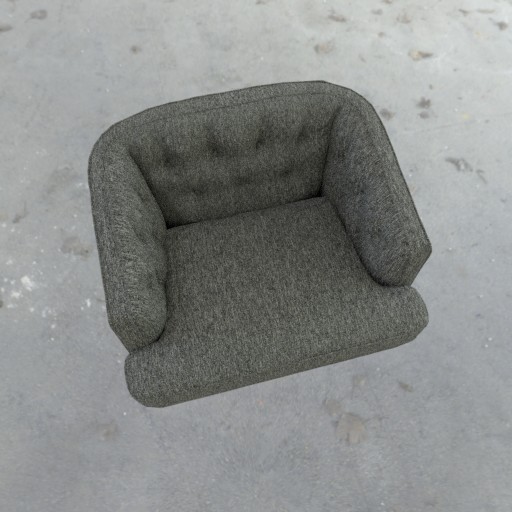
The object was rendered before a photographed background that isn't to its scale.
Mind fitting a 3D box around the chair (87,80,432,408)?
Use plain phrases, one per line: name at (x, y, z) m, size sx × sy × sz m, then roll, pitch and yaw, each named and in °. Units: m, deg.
chair at (0.000, 0.000, 1.758) m, size 1.104 × 0.852 × 0.941 m, roll -13°, pitch 62°, yaw -7°
